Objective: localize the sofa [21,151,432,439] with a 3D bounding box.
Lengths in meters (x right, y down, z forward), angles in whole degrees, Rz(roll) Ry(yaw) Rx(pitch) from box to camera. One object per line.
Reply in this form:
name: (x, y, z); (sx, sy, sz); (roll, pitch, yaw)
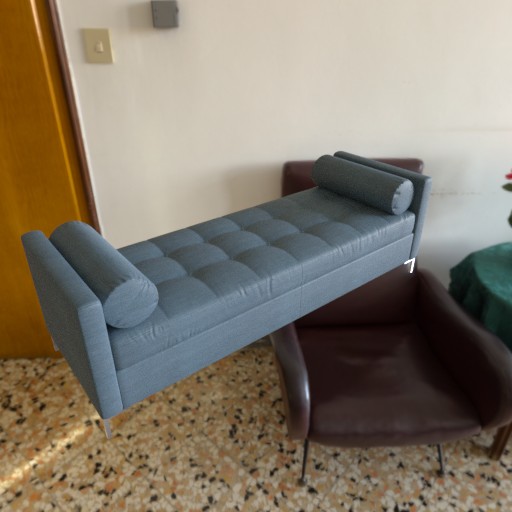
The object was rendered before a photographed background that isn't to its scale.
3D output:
sofa: (0.000, 0.000, 2.295); (1.981, 0.635, 0.686); (-21, 36, -33)
